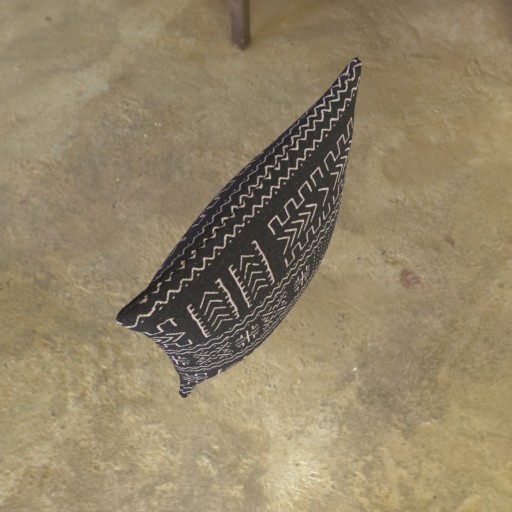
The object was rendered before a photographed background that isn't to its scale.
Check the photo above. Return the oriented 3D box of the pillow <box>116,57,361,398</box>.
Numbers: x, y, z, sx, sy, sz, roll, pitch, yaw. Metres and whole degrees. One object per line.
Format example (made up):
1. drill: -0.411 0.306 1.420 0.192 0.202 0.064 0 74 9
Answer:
1. pillow: 0.000 0.000 0.671 0.164 0.430 0.438 34 69 15
